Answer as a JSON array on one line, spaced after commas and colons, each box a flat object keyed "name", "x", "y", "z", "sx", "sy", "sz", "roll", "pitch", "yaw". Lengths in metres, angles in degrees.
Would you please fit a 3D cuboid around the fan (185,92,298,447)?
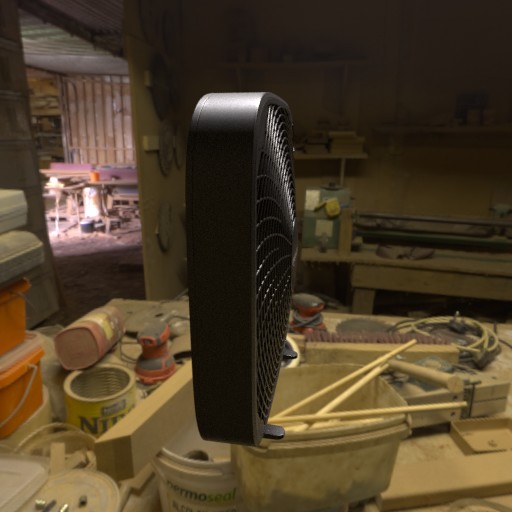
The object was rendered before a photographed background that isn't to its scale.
[{"name": "fan", "x": 0.000, "y": 0.000, "z": 0.791, "sx": 0.142, "sy": 0.533, "sz": 0.526, "roll": 3, "pitch": 16, "yaw": 9}]
